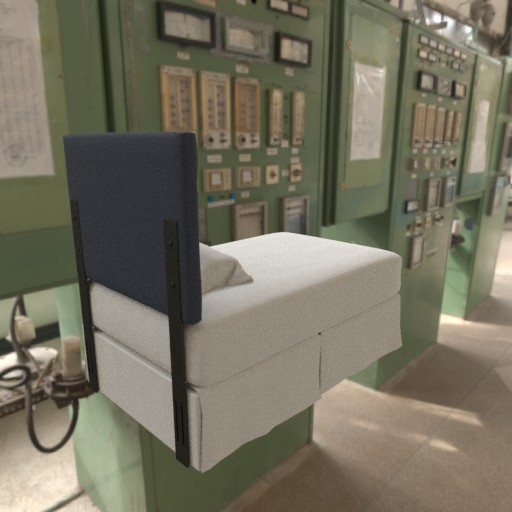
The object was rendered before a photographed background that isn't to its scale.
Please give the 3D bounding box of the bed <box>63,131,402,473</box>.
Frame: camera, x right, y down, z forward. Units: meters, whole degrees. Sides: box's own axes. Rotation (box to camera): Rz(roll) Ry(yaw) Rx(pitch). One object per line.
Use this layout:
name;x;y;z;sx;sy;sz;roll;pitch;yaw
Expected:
bed;0.000;0.000;2.972;1.261;1.571;1.997;14;20;43
